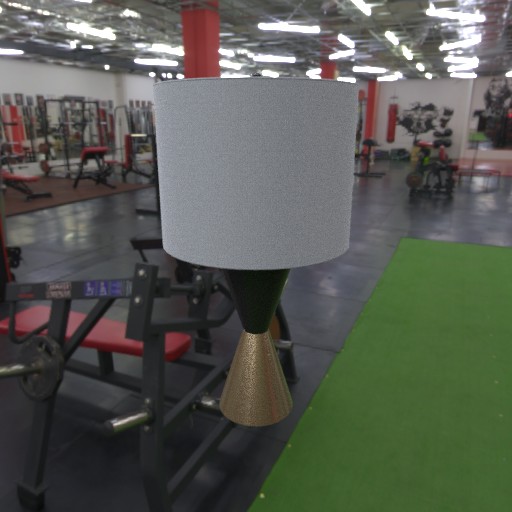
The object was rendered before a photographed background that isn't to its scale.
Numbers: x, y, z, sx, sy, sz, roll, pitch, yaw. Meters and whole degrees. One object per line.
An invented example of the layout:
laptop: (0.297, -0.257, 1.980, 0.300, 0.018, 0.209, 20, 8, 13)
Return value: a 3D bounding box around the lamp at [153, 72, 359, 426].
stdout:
lamp: (0.000, 0.000, 0.747, 0.304, 0.573, 0.304, 8, 19, 26)
